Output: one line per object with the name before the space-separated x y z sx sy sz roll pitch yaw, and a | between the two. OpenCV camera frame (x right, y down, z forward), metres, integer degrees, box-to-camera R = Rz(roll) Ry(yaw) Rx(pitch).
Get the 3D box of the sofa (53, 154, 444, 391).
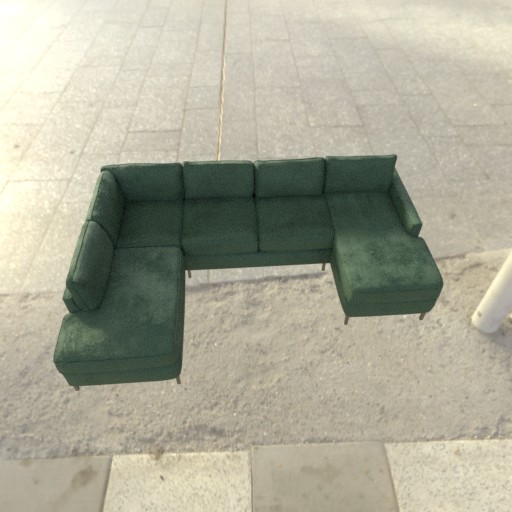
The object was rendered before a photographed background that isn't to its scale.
sofa | 0.000 0.000 3.839 2.994 0.861 1.992 -3 46 -3
